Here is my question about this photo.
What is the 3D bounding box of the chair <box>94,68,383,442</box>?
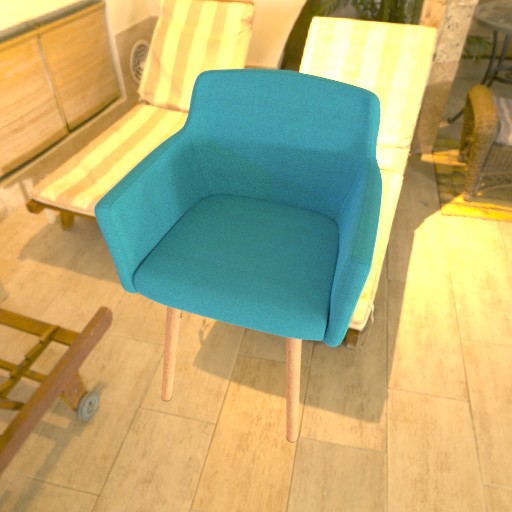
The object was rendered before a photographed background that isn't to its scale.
[{"bbox_3d":[0.000,0.000,1.158,0.570,0.780,0.540,13,44,13],"label":"chair"}]
